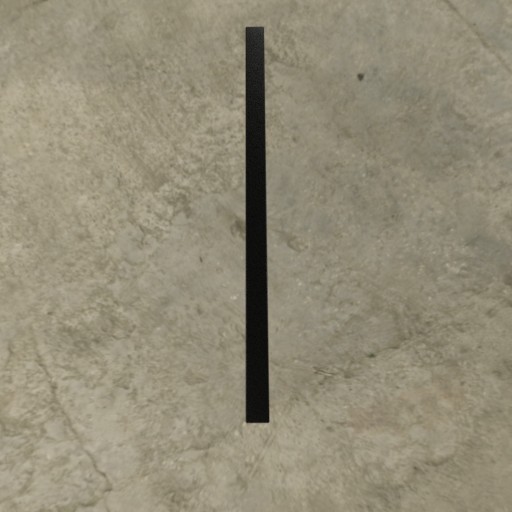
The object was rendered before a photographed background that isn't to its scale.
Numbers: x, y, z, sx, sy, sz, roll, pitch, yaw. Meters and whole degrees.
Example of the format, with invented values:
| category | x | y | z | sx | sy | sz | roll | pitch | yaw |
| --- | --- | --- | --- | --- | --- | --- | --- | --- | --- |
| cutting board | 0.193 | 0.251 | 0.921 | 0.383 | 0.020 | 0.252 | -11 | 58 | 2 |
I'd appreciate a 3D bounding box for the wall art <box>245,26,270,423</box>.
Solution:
| category | x | y | z | sx | sy | sz | roll | pitch | yaw |
| --- | --- | --- | --- | --- | --- | --- | --- | --- | --- |
| wall art | 0.000 | 0.000 | 1.163 | 0.038 | 0.761 | 0.755 | 0 | 75 | 0 |
